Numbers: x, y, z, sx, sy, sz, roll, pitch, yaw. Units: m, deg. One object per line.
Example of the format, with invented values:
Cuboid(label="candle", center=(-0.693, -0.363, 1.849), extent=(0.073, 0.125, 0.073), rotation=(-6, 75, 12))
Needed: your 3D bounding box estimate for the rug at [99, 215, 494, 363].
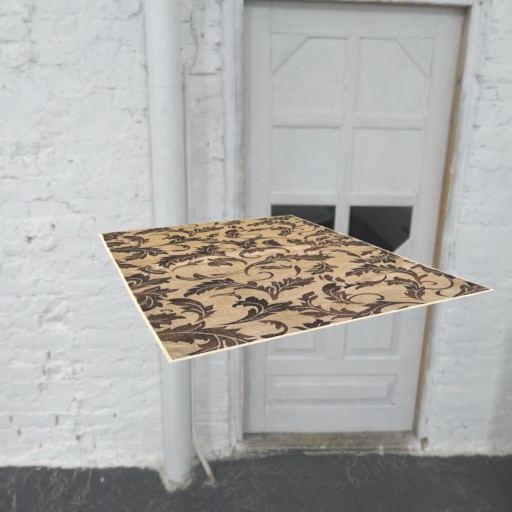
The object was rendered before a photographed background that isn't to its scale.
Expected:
Cuboid(label="rug", center=(0.000, 0.000, 3.973), extent=(2.380, 0.008, 2.977), rotation=(-8, 18, -24))
